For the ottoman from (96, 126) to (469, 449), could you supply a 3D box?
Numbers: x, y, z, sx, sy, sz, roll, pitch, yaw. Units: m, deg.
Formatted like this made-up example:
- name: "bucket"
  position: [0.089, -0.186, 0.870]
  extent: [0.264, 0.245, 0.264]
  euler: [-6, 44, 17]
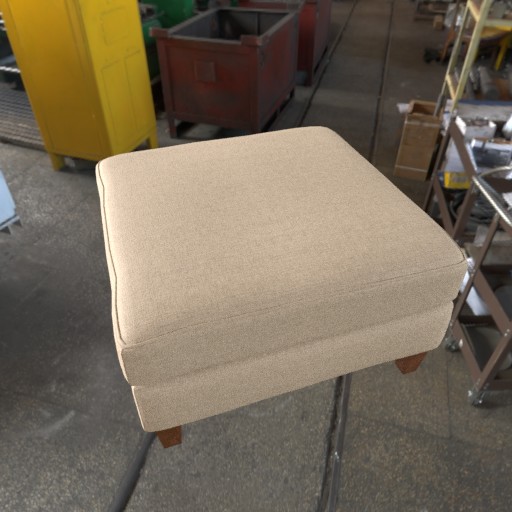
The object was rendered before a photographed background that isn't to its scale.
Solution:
- name: "ottoman"
  position: [0.000, 0.000, 1.359]
  extent: [0.838, 0.503, 0.838]
  euler: [-12, 42, -14]
